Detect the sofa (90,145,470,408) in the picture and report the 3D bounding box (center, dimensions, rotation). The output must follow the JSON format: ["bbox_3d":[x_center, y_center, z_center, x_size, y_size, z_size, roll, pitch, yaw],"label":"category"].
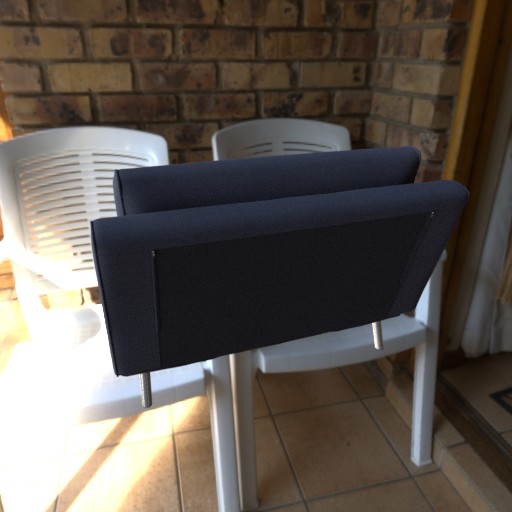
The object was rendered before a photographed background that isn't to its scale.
[{"bbox_3d":[0.000,0.000,1.813,1.220,0.910,0.910,-9,26,-18],"label":"sofa"}]
